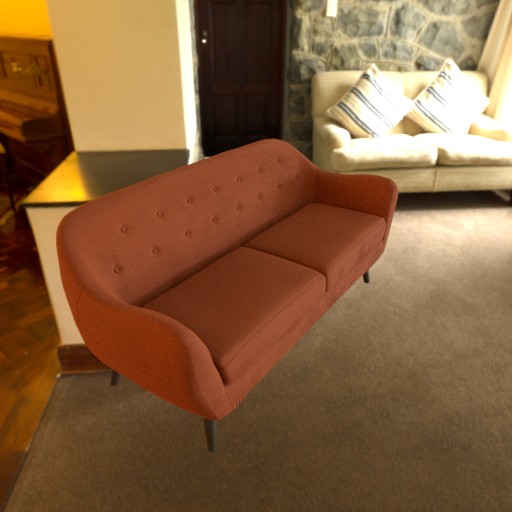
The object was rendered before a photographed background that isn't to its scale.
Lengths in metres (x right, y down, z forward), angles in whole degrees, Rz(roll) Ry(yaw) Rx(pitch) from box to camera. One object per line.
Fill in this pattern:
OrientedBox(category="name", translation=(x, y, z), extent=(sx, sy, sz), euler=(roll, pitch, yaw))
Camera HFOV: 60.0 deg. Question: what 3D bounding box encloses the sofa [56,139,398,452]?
OrientedBox(category="sofa", translation=(0.000, 0.000, 2.246), extent=(0.820, 0.836, 1.840), euler=(19, 34, 31))
